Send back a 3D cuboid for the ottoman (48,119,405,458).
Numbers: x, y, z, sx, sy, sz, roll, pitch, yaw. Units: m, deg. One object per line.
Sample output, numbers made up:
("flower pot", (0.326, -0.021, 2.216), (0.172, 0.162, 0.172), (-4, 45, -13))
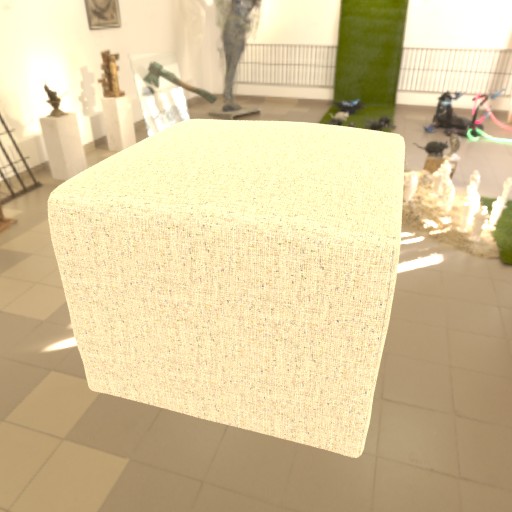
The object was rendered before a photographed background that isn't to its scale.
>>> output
("ottoman", (0.000, 0.000, 0.880), (0.512, 0.453, 0.521), (9, 31, 15))
